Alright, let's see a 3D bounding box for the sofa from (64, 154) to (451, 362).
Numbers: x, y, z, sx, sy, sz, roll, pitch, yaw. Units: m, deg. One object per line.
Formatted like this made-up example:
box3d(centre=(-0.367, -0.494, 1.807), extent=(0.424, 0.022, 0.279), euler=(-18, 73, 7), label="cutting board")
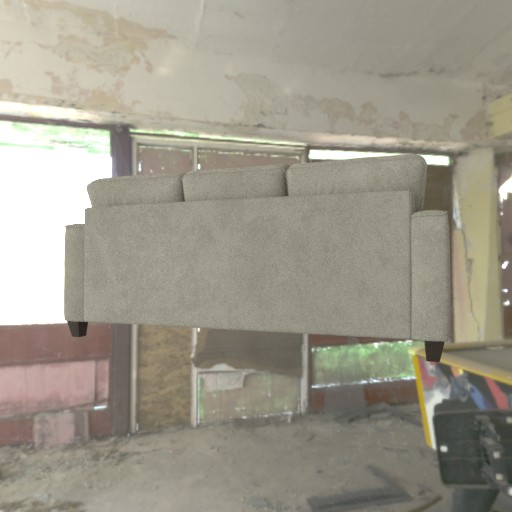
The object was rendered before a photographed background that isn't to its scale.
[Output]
box3d(centre=(0.000, 0.000, 2.709), extent=(2.133, 0.965, 0.939), euler=(0, -1, 20), label="sofa")
